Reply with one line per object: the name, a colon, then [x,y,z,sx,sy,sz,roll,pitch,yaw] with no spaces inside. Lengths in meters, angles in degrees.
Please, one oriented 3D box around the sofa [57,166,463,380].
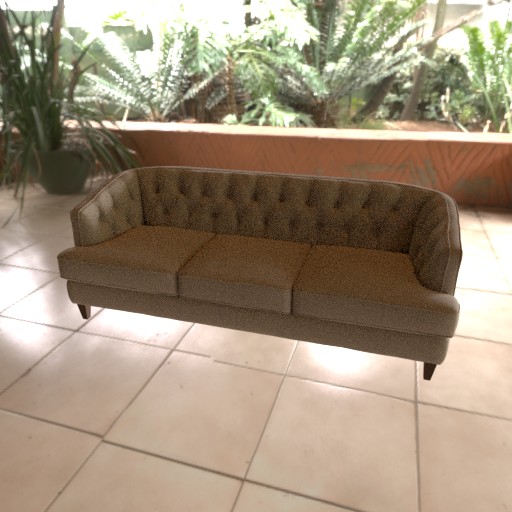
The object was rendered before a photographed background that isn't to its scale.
sofa: [0.000,0.000,2.767,2.278,0.855,0.941,7,25,15]
